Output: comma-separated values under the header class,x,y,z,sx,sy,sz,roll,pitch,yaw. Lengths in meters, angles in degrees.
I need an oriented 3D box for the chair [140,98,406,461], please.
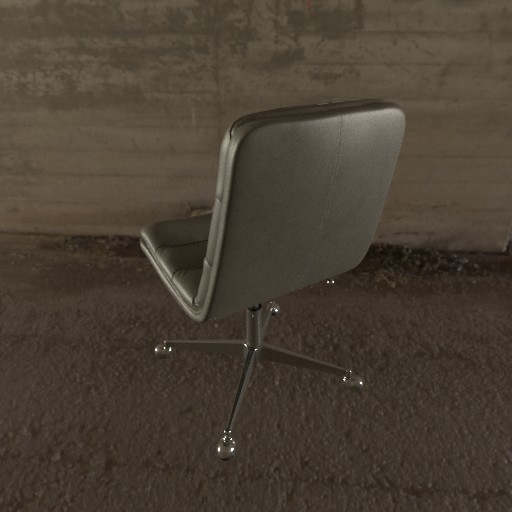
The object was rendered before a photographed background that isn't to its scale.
class,x,y,z,sx,sy,sz,roll,pitch,yaw
chair,0.000,0.000,1.019,0.422,0.738,0.485,-17,34,-28
